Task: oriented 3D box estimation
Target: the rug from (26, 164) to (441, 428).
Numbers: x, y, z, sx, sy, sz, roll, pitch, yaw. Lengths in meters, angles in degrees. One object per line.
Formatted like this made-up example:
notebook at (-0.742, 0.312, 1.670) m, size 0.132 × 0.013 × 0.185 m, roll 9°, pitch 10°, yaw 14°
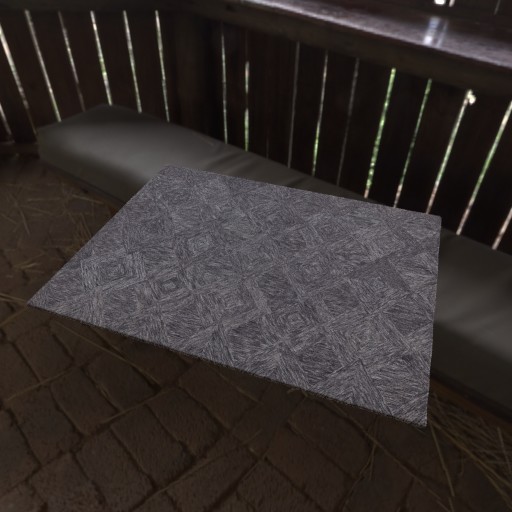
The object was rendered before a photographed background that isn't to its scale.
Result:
rug at (0.000, 0.000, 4.127) m, size 3.204 × 0.017 × 2.448 m, roll 13°, pitch 43°, yaw 15°
